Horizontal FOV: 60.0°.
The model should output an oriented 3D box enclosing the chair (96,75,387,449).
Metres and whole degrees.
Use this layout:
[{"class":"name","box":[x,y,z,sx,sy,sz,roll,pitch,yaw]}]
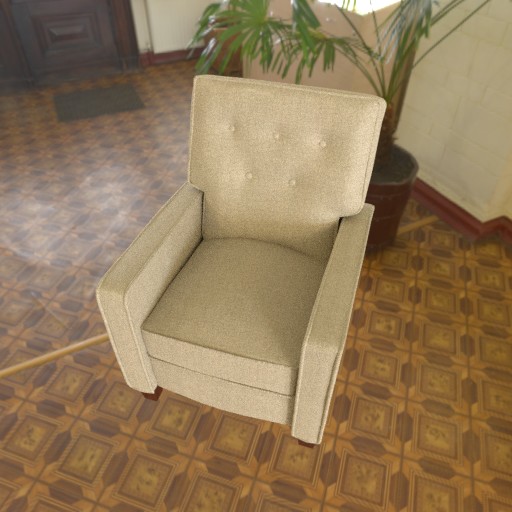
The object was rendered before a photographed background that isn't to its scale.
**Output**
[{"class":"chair","box":[0.000,0.000,1.391,0.648,0.888,0.754,12,43,13]}]
